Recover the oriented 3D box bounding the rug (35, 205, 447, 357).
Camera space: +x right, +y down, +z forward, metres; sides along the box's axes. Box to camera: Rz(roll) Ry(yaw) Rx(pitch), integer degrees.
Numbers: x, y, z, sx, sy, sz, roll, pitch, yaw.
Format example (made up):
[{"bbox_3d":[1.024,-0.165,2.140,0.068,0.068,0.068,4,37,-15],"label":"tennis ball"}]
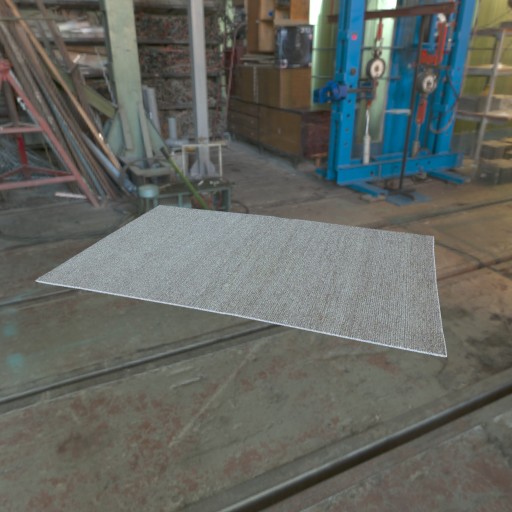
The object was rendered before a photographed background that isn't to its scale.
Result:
[{"bbox_3d":[0.000,0.000,2.303,1.792,0.021,1.154,8,26,17],"label":"rug"}]
